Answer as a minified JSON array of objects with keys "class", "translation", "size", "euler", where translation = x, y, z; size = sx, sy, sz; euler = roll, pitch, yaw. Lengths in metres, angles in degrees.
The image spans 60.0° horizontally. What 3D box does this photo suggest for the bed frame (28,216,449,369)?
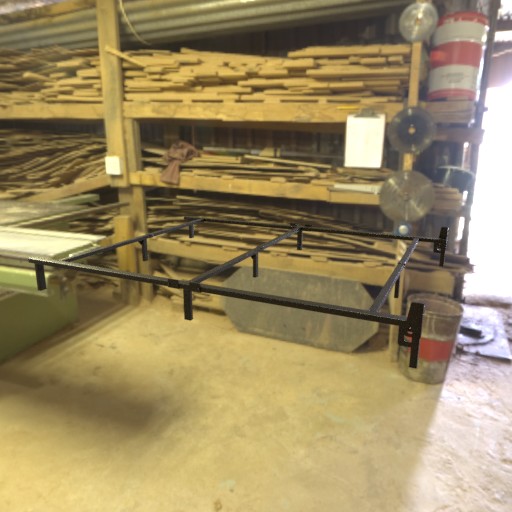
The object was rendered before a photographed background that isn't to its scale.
[{"class":"bed frame","translation":[0.000,0.000,2.609],"size":[1.990,0.248,1.498],"euler":[7,16,25]}]
